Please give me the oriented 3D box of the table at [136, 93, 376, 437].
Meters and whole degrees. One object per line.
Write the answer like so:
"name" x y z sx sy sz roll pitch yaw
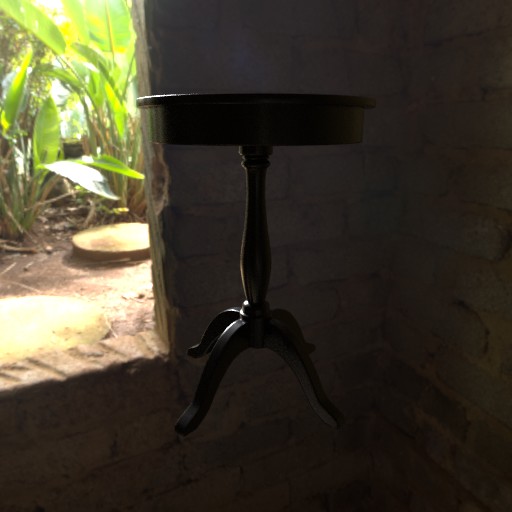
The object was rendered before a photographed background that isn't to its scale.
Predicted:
"table" 0.000 0.000 1.002 0.481 0.665 0.481 0 17 0
